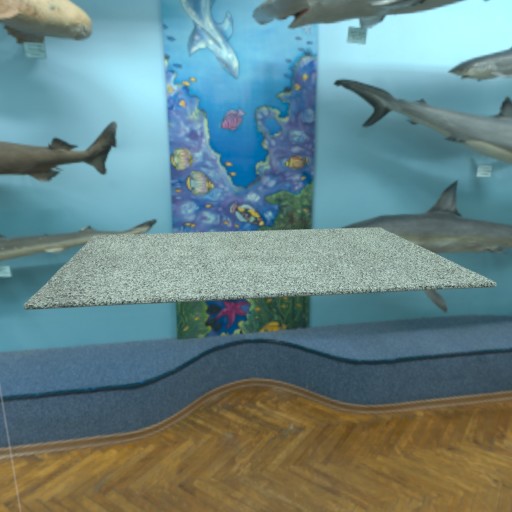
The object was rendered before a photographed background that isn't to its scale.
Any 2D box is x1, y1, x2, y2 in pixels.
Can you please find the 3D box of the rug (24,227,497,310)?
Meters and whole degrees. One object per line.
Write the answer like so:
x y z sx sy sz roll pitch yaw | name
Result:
0.000 0.000 3.374 2.743 0.030 1.778 -2 15 -8 | rug
